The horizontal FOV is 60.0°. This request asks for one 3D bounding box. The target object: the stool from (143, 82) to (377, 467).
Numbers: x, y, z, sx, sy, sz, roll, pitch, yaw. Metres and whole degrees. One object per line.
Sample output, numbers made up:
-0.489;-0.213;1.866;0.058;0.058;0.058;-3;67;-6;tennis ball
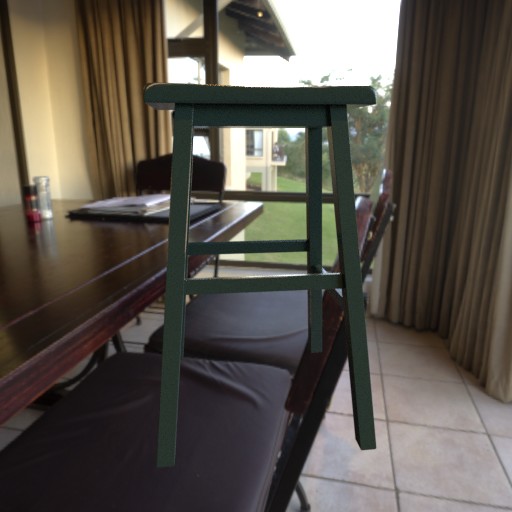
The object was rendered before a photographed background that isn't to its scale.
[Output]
0.000;0.000;1.046;0.457;0.737;0.476;-2;15;-7;stool
